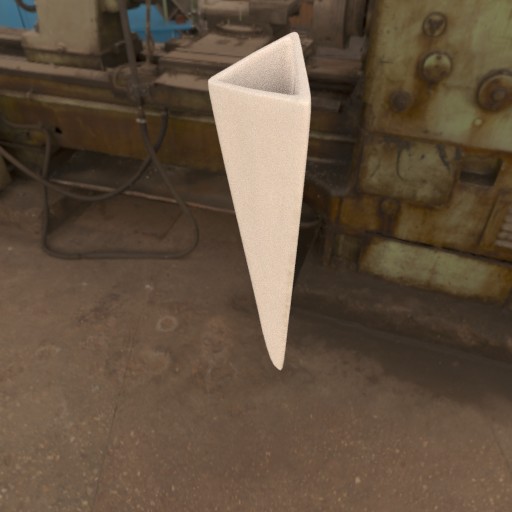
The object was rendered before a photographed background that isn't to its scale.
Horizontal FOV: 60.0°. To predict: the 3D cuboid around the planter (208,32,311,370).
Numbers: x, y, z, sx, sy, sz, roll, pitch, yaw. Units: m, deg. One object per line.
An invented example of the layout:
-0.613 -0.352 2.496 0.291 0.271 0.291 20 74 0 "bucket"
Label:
0.000 0.000 0.399 0.065 0.338 0.143 1 41 1 "planter"
